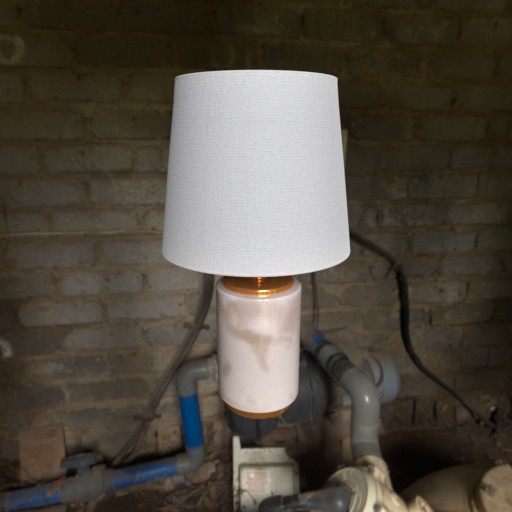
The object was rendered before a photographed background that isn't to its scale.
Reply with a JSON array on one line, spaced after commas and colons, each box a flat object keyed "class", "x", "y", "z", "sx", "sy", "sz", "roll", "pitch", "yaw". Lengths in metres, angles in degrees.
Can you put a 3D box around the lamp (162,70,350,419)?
[{"class": "lamp", "x": 0.000, "y": 0.000, "z": 0.458, "sx": 0.189, "sy": 0.340, "sz": 0.189, "roll": 0, "pitch": 16, "yaw": 0}]
